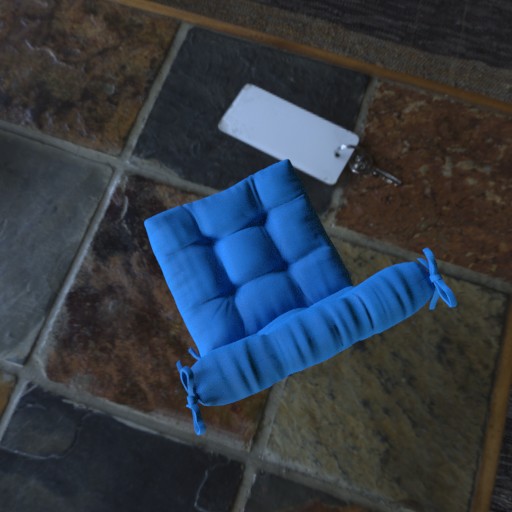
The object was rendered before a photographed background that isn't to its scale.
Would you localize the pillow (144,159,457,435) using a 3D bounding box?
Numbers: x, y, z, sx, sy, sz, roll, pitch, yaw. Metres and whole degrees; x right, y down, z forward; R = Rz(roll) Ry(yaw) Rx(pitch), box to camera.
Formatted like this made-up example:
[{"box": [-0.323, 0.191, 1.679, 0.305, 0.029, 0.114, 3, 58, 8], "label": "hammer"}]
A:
[{"box": [0.000, 0.000, 1.044, 0.519, 0.605, 0.571, -25, 77, -6], "label": "pillow"}]
